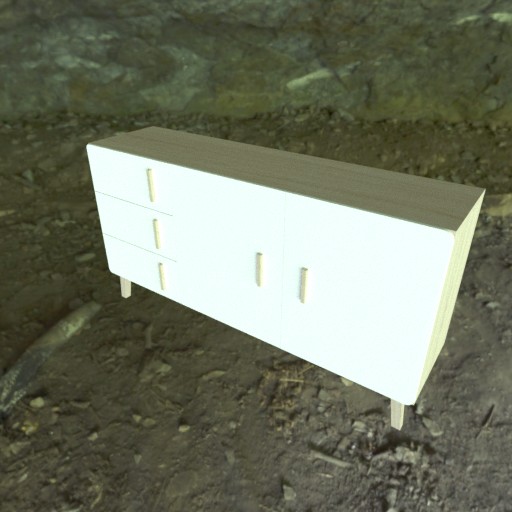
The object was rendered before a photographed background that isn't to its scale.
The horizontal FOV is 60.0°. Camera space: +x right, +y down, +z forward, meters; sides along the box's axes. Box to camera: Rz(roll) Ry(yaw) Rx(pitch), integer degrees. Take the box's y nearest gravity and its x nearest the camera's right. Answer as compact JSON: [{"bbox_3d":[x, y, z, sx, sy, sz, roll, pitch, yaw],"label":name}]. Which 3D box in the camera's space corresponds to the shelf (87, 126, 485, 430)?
[{"bbox_3d":[0.000,0.000,1.819,1.490,0.780,0.400,19,34,30],"label":"shelf"}]
